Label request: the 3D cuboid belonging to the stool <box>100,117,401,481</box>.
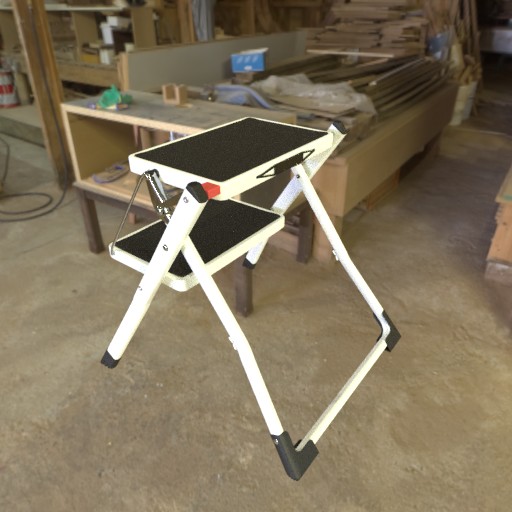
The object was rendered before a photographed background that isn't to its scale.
[{"bbox_3d":[0.000,0.000,0.849,0.490,0.445,0.485,22,37,31],"label":"stool"}]
